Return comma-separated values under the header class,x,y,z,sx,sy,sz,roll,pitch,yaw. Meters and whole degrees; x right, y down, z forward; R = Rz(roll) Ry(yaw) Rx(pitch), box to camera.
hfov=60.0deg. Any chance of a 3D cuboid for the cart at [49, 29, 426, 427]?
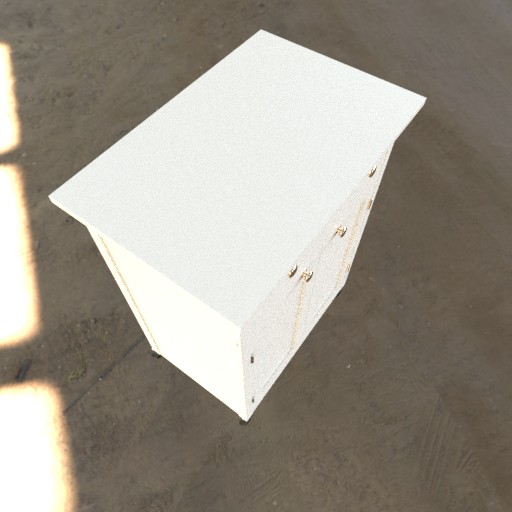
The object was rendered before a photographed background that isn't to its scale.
class,x,y,z,sx,sy,sz,roll,pitch,yaw
cart,0.000,0.000,1.253,0.442,0.864,0.683,32,63,19
